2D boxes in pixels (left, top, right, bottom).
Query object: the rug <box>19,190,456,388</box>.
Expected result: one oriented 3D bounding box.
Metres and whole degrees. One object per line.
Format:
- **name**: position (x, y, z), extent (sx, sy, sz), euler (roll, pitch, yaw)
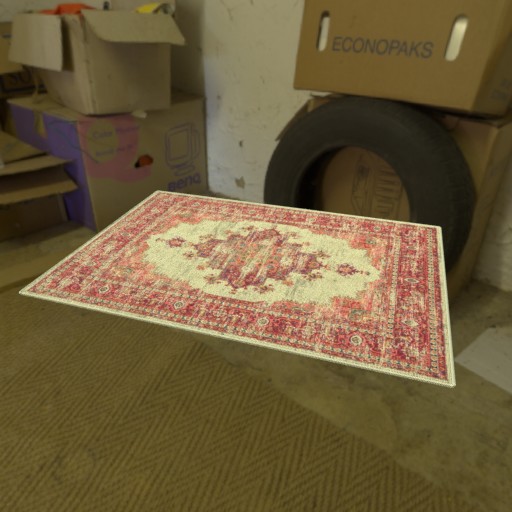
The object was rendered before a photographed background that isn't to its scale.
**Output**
- **rug**: position (0.000, 0.000, 2.165), extent (1.747, 0.011, 1.217), euler (9, 31, 15)
